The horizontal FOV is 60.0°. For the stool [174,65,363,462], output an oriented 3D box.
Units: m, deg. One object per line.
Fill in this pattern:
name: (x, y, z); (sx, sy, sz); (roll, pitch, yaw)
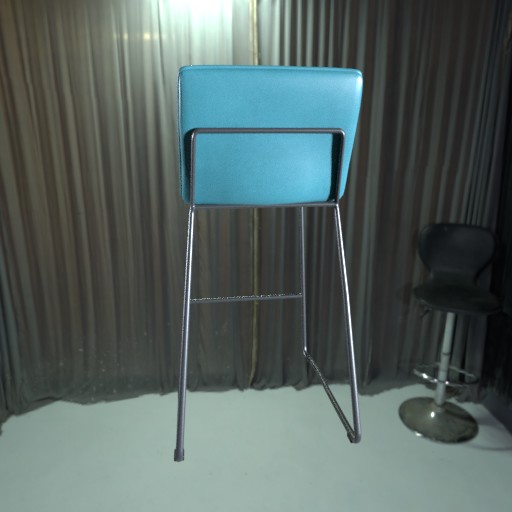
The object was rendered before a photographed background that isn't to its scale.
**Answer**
stool: (0.000, 0.000, 1.253); (0.489, 0.936, 0.524); (-2, 16, -8)
